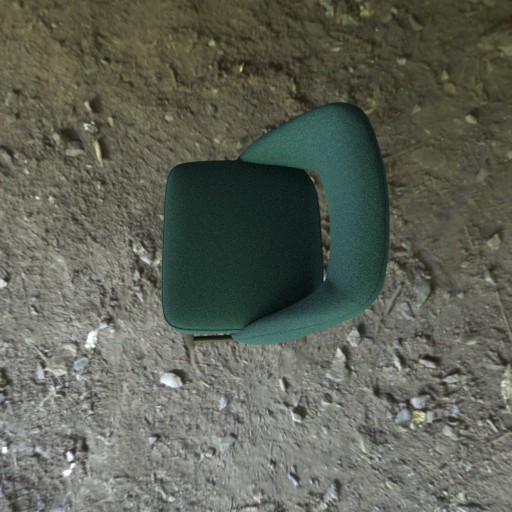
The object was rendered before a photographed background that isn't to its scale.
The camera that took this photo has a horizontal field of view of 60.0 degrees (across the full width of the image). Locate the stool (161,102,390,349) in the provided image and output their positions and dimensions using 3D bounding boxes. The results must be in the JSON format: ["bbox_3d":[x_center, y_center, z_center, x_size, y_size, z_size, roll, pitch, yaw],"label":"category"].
[{"bbox_3d":[0.000,0.000,1.298,0.522,0.939,0.536,-1,74,0],"label":"stool"}]
